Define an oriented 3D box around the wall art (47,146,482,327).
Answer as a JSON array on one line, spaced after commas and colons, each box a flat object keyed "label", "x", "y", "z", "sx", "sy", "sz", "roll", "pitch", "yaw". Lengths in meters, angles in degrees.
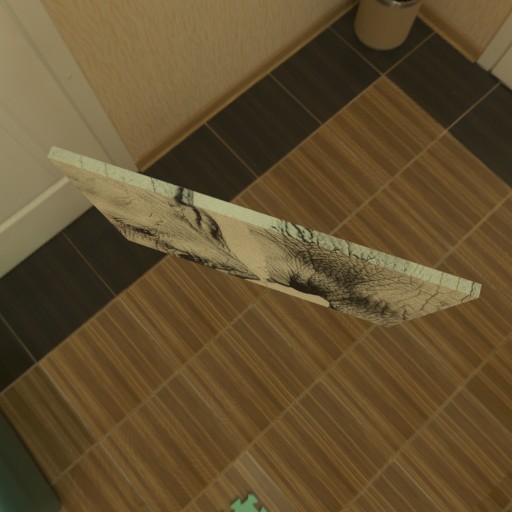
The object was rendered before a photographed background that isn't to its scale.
[{"label": "wall art", "x": 0.000, "y": 0.000, "z": 1.479, "sx": 1.141, "sy": 0.758, "sz": 0.035, "roll": 18, "pitch": 76, "yaw": 5}]
